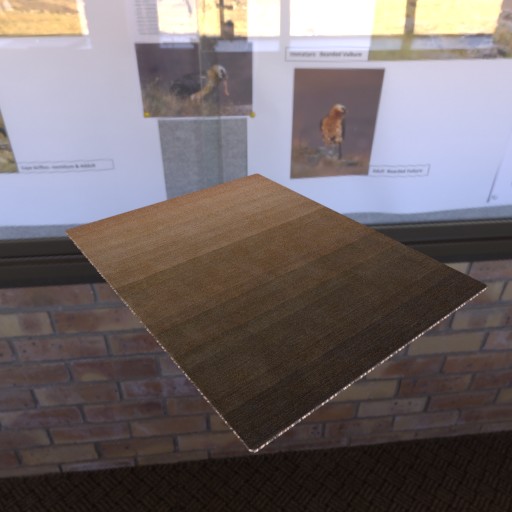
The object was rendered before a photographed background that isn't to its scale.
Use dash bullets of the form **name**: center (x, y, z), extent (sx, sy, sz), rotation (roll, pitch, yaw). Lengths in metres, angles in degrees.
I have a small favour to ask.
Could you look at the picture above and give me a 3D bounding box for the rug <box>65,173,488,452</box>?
- **rug**: center (0.000, 0.000, 3.783), extent (2.305, 0.017, 2.902), rotation (-23, 39, -31)
